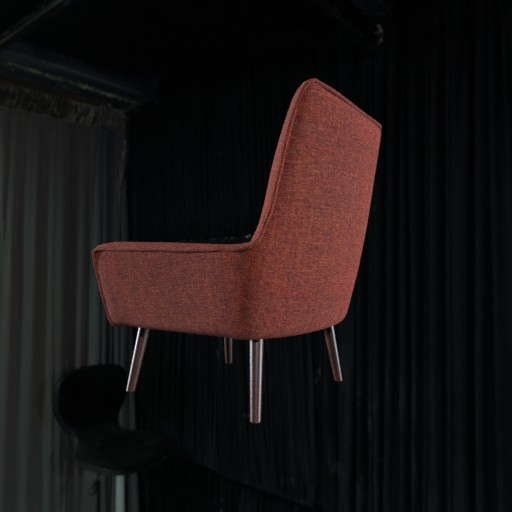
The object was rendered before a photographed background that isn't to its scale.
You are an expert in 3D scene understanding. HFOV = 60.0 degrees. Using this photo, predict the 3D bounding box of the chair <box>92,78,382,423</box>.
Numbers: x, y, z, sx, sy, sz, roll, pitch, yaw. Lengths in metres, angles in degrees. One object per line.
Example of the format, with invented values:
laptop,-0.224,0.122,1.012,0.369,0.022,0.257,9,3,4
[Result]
chair,0.000,0.000,1.531,0.784,0.911,0.803,-1,-2,35
